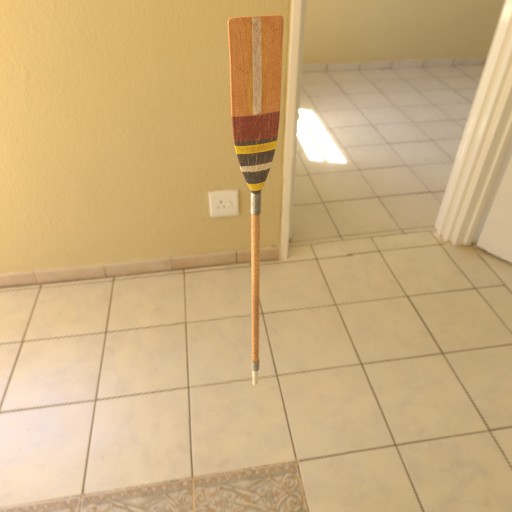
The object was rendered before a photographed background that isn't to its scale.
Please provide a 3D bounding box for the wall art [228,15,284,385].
[{"bbox_3d":[0.000,0.000,1.606,0.146,1.556,0.038,-12,41,-14],"label":"wall art"}]
